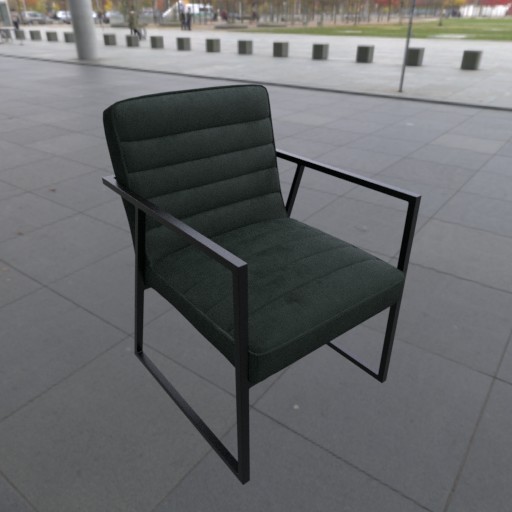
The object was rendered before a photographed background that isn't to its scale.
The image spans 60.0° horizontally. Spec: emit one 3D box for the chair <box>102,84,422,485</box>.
[{"bbox_3d":[0.000,0.000,1.255,0.571,0.833,0.677,-21,35,-33],"label":"chair"}]
